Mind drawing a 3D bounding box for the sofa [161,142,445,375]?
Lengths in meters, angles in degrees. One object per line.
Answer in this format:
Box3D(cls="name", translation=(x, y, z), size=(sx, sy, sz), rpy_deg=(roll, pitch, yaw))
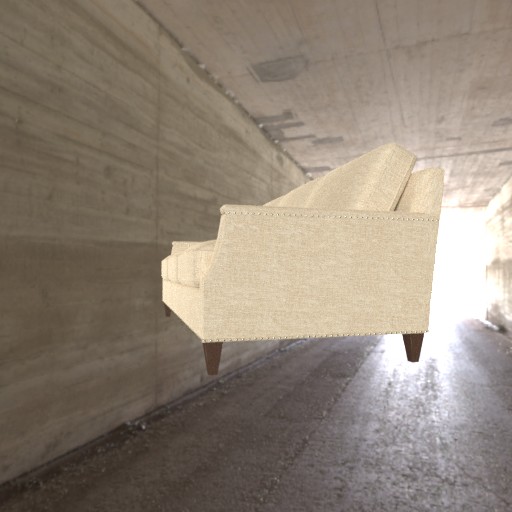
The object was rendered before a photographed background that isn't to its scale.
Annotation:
Box3D(cls="sofa", translation=(0.000, 0.000, 2.775), size=(1.041, 0.940, 2.210), rpy_deg=(1, -2, -16))
